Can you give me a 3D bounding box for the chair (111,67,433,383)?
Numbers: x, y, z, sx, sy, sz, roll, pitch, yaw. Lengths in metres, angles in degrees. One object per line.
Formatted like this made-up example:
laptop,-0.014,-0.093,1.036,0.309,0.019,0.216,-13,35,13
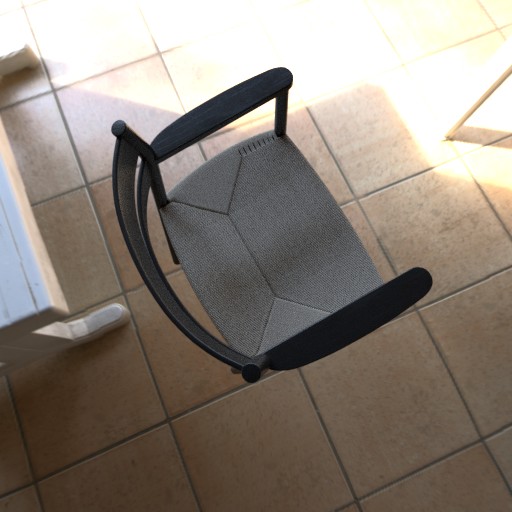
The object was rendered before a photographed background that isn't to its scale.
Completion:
chair,0.000,0.000,1.199,0.508,0.775,0.630,-28,76,-8
